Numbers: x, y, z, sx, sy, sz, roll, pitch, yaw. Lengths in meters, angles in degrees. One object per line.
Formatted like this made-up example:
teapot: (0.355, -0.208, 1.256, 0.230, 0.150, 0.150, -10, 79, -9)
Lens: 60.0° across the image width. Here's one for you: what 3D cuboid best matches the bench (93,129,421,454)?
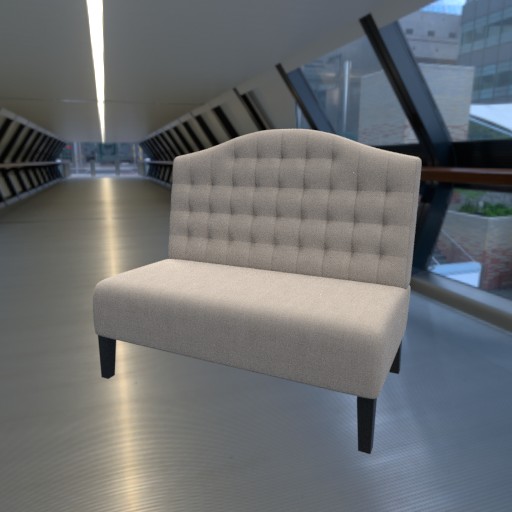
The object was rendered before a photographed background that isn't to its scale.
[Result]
bench: (0.000, 0.000, 2.082, 1.335, 1.180, 0.815, 6, 15, 25)
